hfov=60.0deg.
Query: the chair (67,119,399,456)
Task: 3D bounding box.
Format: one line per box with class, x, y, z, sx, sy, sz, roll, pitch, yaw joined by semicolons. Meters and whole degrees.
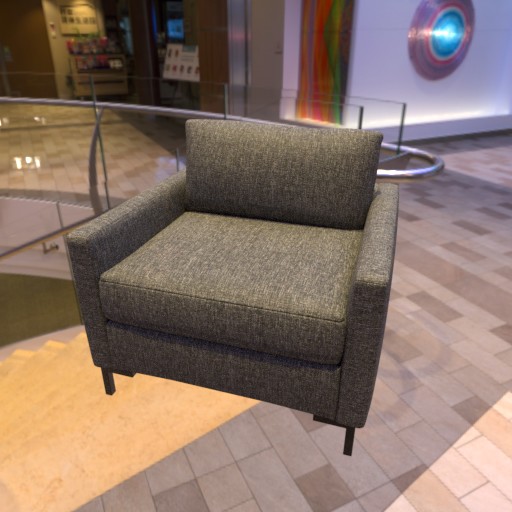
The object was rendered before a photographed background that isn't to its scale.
chair;0.000;0.000;1.624;0.963;0.861;0.866;8;27;16
